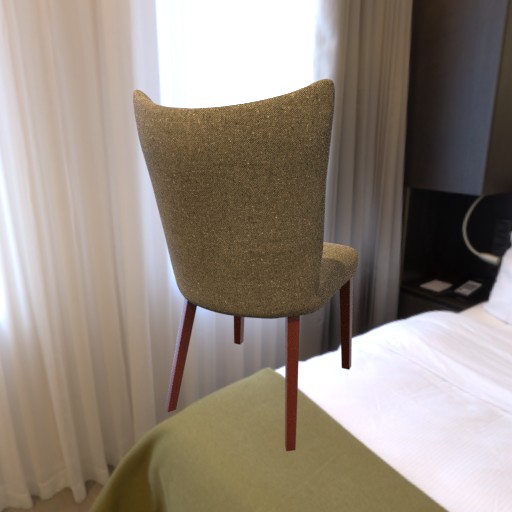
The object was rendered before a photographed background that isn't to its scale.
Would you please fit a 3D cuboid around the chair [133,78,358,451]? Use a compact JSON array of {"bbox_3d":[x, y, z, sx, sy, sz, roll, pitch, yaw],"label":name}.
[{"bbox_3d":[0.000,0.000,1.314,0.535,0.924,0.623,8,17,25],"label":"chair"}]
